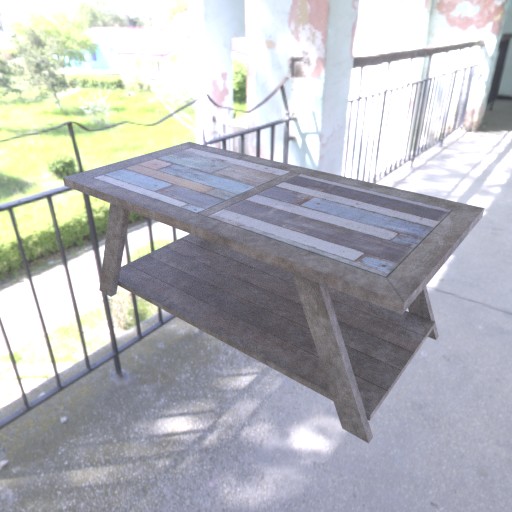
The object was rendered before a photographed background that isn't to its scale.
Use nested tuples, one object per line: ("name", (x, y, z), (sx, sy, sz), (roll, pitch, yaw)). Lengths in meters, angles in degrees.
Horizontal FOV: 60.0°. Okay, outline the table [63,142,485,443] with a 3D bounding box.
("table", (0.000, 0.000, 1.526), (1.219, 0.470, 0.610), (21, 35, 33))
